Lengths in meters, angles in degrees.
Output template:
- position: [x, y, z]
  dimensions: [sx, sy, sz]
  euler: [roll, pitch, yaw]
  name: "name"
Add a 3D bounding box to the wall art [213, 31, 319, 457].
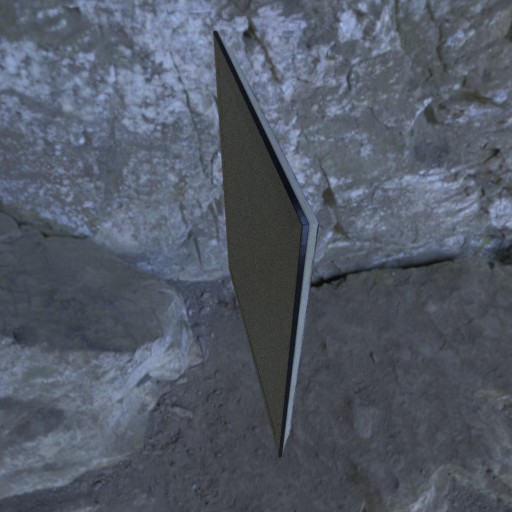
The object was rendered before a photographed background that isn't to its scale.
- position: [0.000, 0.000, 0.610]
  dimensions: [0.023, 0.457, 0.381]
  euler: [-10, 47, -9]
  name: "wall art"
